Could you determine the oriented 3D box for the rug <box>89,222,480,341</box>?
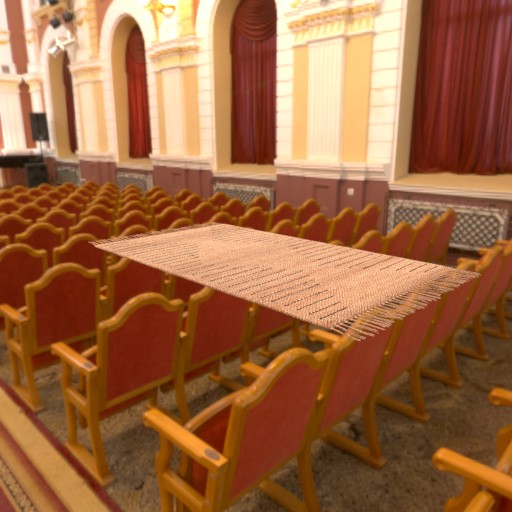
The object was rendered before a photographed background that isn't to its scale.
[{"bbox_3d":[0.000,0.000,2.081,0.905,0.017,1.718,-14,20,-43],"label":"rug"}]
